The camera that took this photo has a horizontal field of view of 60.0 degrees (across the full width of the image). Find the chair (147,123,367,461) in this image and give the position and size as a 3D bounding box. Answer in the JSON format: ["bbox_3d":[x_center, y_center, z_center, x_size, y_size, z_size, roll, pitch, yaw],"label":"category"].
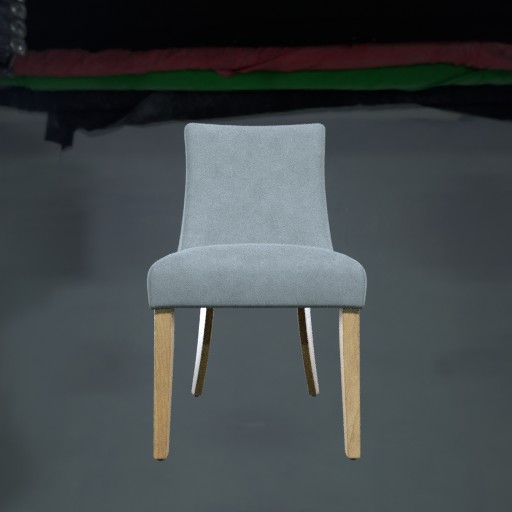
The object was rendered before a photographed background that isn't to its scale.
[{"bbox_3d":[0.000,0.000,1.259,0.495,0.902,0.610,0,0,-1],"label":"chair"}]
